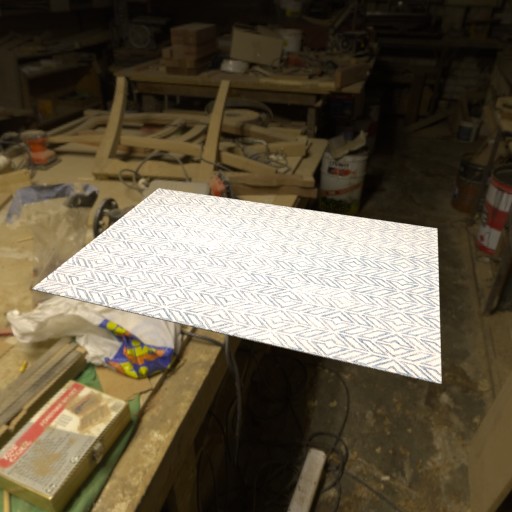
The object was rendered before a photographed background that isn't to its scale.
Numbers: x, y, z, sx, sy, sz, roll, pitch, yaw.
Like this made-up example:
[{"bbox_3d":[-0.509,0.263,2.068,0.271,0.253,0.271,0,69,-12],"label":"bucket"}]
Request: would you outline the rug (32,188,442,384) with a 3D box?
[{"bbox_3d":[0.000,0.000,2.338,1.824,0.008,1.220,10,34,15],"label":"rug"}]
